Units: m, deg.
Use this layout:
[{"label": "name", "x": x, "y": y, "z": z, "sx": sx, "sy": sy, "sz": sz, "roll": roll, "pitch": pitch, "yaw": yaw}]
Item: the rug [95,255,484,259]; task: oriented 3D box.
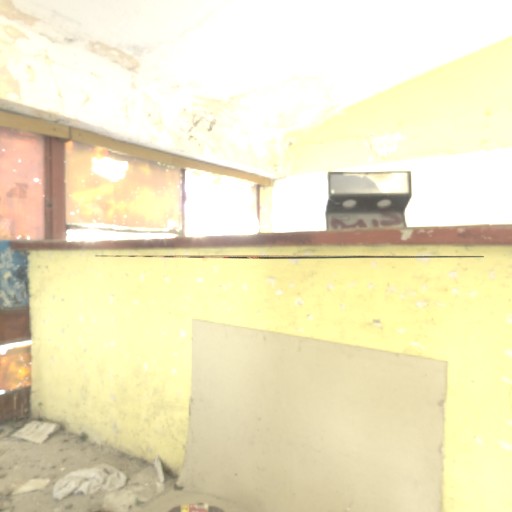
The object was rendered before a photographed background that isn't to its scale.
[{"label": "rug", "x": 0.000, "y": 0.000, "z": 3.007, "sx": 1.522, "sy": 0.010, "sz": 2.311, "roll": 0, "pitch": 0, "yaw": -35}]
